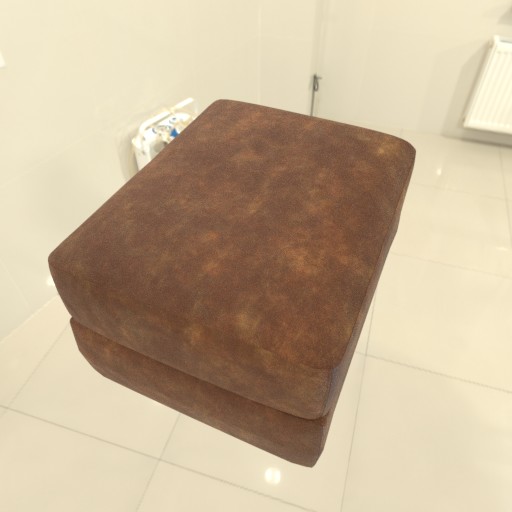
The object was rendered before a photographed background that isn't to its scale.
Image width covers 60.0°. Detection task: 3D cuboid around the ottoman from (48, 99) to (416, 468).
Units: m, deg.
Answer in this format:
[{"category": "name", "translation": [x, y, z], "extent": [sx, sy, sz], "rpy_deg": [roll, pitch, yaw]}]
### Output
[{"category": "ottoman", "translation": [0.000, 0.000, 1.109], "extent": [0.603, 0.476, 0.751], "rpy_deg": [18, 49, 17]}]
